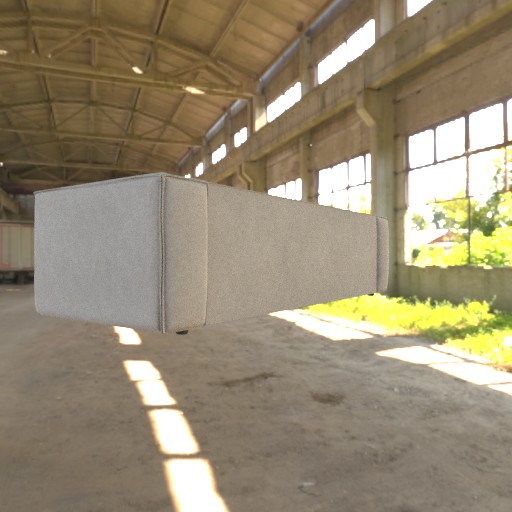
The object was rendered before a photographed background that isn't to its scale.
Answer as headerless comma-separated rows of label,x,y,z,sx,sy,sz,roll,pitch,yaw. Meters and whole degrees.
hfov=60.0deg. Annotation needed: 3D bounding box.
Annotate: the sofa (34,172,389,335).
sofa,0.000,0.000,3.099,1.038,0.680,2.697,0,0,36
